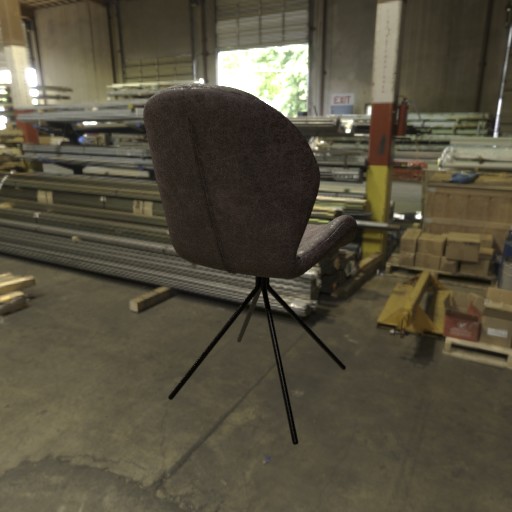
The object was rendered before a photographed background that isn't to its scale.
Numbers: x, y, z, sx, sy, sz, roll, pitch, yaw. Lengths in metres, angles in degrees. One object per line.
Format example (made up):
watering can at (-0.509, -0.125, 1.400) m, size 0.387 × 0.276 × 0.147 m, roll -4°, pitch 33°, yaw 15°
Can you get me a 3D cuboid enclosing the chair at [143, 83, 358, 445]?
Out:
chair at (0.000, 0.000, 1.330) m, size 0.527 × 0.934 × 0.640 m, roll 9°, pitch 20°, yaw 27°
